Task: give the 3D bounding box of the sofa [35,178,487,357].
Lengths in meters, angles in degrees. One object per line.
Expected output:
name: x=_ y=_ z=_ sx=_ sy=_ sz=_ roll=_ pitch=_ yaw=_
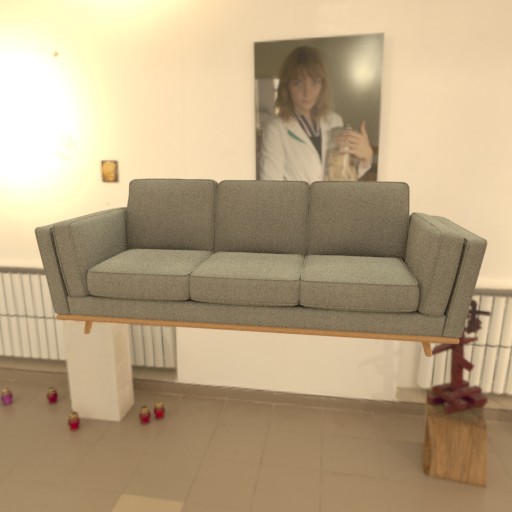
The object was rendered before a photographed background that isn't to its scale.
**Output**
sofa: x=0.000 y=0.000 z=2.733 sx=2.362 sy=0.899 sz=0.903 roll=2 pitch=13 yaw=9
